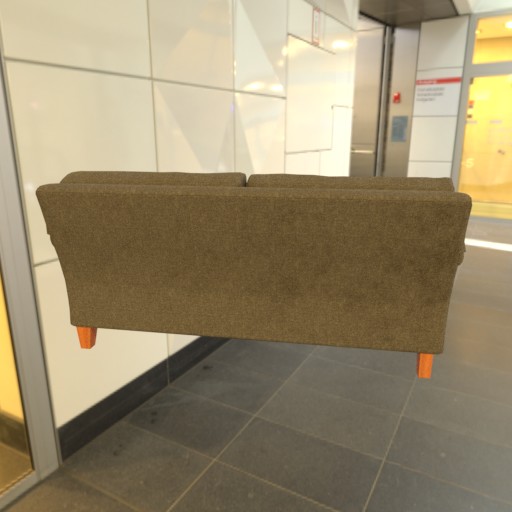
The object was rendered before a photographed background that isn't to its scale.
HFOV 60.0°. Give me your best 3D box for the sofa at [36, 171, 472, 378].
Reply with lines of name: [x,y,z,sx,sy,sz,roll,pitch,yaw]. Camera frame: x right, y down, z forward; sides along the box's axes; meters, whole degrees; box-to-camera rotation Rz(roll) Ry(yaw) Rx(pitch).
sofa: [0.000,0.000,2.701,2.160,1.054,1.087,3,16,9]
